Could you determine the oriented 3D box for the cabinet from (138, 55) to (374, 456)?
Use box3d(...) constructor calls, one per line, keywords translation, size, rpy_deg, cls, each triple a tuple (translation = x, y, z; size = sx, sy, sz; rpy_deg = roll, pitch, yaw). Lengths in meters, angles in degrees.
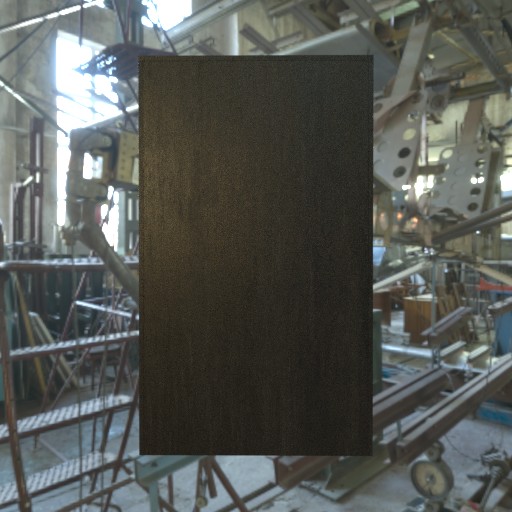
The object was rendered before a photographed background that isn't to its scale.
box3d(translation=(0.000, 0.000, 1.541), size=(0.750, 1.280, 0.250), rpy_deg=(0, 1, 0), cls="cabinet")
